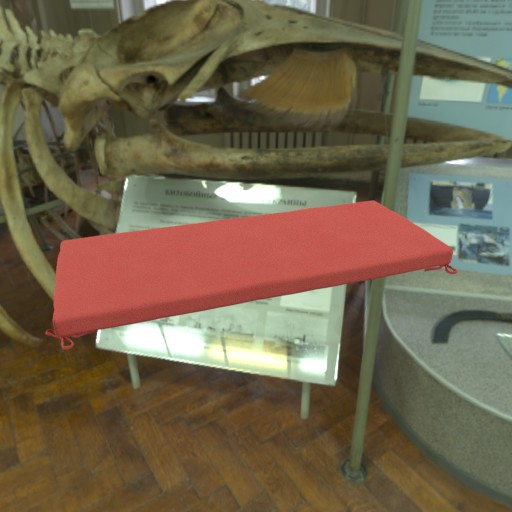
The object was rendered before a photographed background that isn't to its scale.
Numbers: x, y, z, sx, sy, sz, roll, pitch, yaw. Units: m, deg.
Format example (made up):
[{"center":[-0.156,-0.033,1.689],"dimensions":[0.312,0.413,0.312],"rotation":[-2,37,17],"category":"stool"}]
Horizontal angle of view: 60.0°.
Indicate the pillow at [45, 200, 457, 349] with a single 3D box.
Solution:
[{"center":[0.000,0.000,1.373],"dimensions":[1.187,0.081,0.492],"rotation":[-9,29,-17],"category":"pillow"}]
